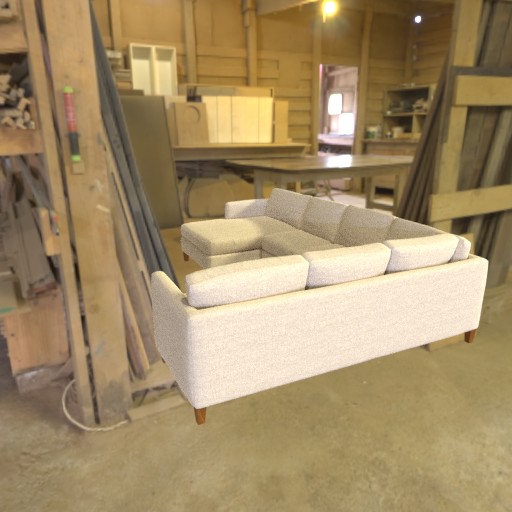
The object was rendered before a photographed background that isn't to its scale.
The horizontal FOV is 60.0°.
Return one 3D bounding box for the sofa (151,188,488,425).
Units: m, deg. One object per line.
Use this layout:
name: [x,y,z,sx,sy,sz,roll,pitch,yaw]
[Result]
sofa: [0.000,0.000,4.602,2.594,0.961,3.460,-8,19,-25]
